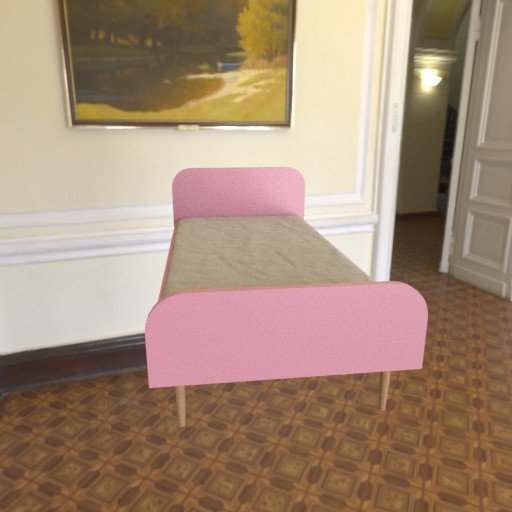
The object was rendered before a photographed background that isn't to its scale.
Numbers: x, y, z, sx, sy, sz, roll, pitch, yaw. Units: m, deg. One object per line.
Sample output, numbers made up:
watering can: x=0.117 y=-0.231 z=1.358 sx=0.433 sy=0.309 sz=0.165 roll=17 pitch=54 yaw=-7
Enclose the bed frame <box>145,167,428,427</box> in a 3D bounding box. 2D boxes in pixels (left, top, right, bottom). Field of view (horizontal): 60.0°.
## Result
bed frame: x=0.000 y=0.000 z=2.480 sx=0.998 sy=0.805 sz=1.963 roll=-2 pitch=16 yaw=-7
